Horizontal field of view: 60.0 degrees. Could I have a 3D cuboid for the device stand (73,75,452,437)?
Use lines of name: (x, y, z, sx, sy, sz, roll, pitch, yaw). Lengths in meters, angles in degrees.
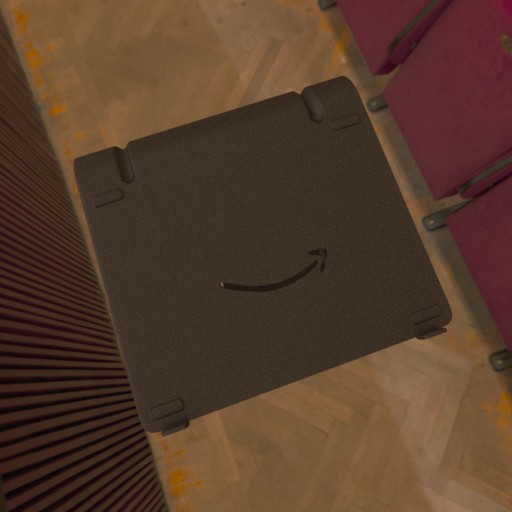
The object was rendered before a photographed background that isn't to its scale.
device stand: (0.000, 0.000, 0.409, 0.256, 0.155, 0.236, -19, 76, -5)
